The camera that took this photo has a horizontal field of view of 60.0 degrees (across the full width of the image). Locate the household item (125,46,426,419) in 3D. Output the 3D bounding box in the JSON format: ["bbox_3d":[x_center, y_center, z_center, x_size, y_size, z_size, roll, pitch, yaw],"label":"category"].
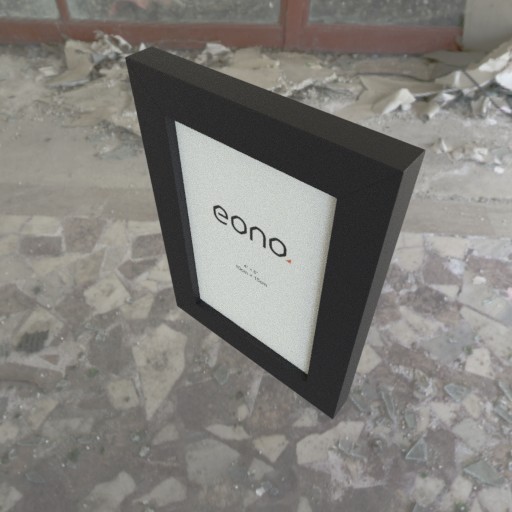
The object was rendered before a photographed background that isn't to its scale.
[{"bbox_3d":[0.000,0.000,0.233,0.133,0.178,0.022,31,53,26],"label":"household item"}]
